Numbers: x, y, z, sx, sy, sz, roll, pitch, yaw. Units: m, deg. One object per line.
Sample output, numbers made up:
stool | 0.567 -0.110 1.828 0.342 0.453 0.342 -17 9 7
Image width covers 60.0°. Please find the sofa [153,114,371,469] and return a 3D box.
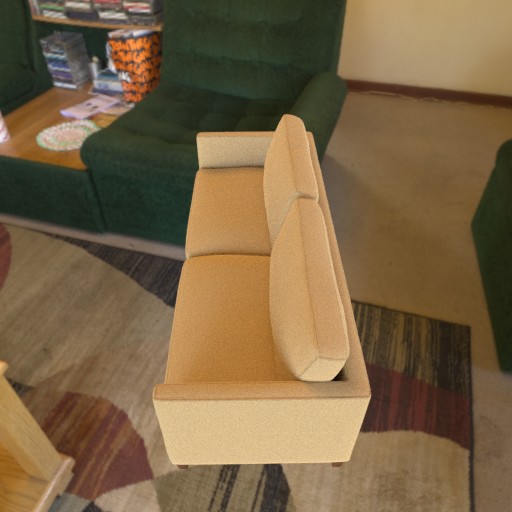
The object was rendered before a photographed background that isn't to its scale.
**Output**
sofa | 0.000 0.000 2.869 0.951 0.968 2.361 -1 43 -1
